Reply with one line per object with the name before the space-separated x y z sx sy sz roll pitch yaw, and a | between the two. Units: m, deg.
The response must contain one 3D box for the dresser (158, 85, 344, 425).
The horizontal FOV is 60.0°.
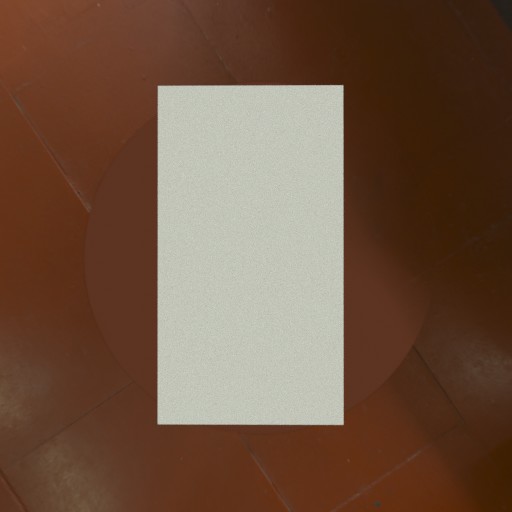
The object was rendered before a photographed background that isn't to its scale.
dresser | 0.000 0.000 1.546 0.399 1.255 0.704 0 90 0
